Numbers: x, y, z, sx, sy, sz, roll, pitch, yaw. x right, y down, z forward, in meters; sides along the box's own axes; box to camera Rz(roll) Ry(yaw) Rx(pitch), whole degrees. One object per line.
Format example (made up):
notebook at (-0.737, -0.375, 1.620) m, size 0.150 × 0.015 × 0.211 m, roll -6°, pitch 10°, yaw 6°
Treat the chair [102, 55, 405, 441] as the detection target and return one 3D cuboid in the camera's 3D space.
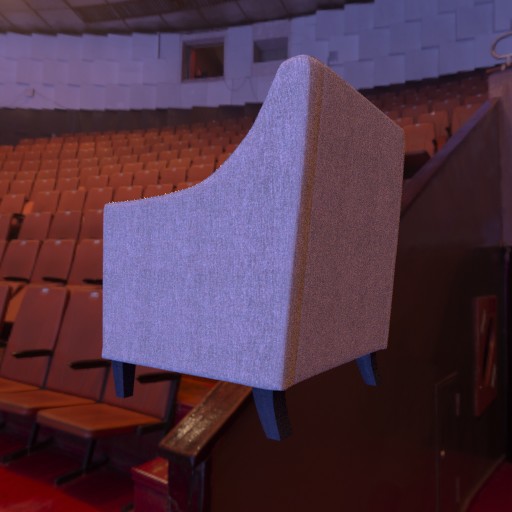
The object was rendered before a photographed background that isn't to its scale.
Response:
chair at (0.000, 0.000, 1.618) m, size 0.884 × 0.967 × 0.776 m, roll -1°, pitch -3°, yaw 36°
